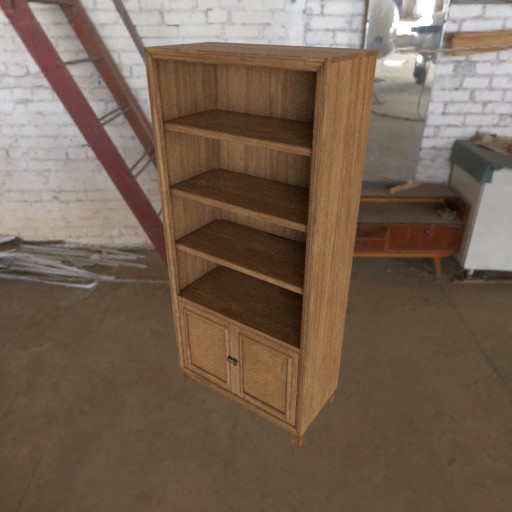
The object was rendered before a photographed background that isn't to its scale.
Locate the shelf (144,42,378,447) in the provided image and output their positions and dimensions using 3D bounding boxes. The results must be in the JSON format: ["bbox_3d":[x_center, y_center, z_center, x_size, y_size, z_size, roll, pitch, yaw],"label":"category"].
[{"bbox_3d":[0.000,0.000,2.271,0.864,1.930,0.453,19,34,30],"label":"shelf"}]
